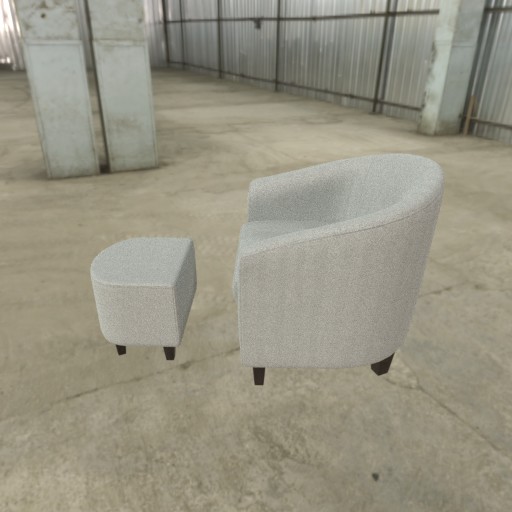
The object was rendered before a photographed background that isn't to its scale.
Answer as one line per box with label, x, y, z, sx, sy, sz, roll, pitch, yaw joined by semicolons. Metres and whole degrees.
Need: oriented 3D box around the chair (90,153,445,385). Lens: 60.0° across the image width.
chair;0.000;0.000;1.736;1.288;0.757;0.756;1;27;1
